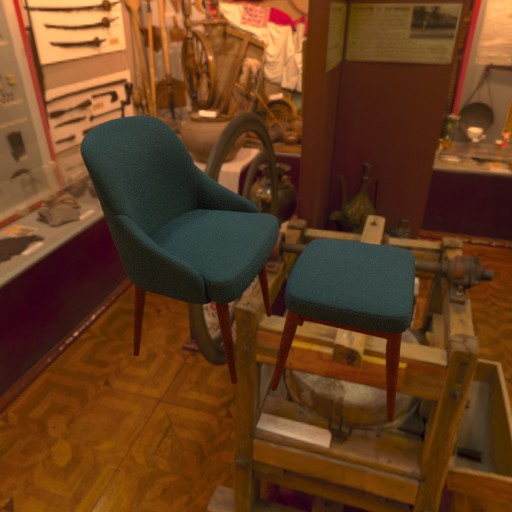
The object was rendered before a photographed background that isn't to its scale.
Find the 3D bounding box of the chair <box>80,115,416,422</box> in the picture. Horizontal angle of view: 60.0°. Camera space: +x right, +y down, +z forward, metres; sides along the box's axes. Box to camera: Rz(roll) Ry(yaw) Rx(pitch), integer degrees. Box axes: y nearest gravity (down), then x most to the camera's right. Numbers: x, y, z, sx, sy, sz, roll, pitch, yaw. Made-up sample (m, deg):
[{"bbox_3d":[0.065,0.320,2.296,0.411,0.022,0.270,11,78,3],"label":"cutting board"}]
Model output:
[{"bbox_3d":[0.000,0.000,1.596,1.114,0.866,0.584,10,32,17],"label":"chair"}]
